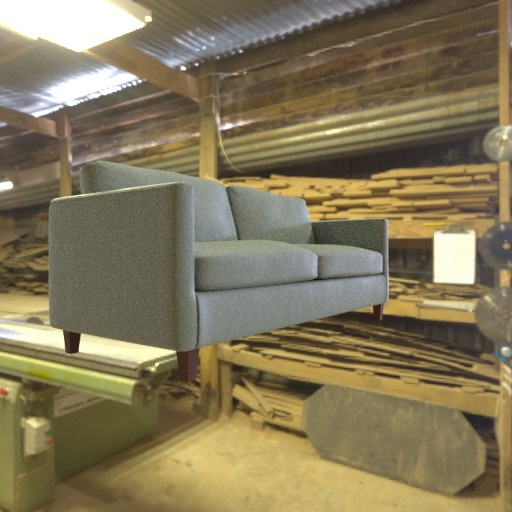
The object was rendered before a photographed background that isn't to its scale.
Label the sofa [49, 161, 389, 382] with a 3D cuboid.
[{"bbox_3d":[0.000,0.000,2.772,0.951,0.965,2.208,0,0,36],"label":"sofa"}]
